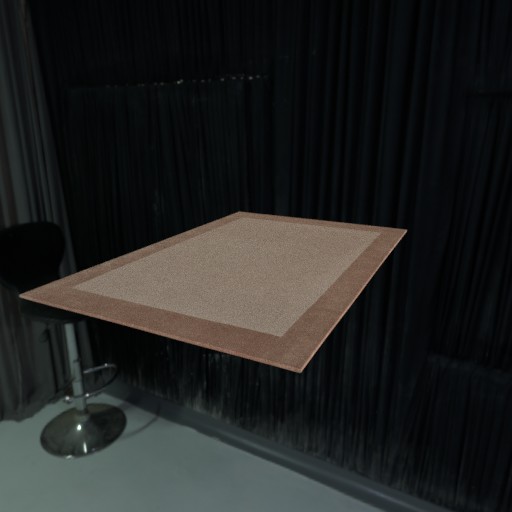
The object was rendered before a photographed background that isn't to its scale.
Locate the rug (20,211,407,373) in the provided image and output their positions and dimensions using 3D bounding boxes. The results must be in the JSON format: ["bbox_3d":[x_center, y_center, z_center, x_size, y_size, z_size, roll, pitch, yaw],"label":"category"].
[{"bbox_3d":[0.000,0.000,2.302,1.219,0.014,1.829,9,20,26],"label":"rug"}]
